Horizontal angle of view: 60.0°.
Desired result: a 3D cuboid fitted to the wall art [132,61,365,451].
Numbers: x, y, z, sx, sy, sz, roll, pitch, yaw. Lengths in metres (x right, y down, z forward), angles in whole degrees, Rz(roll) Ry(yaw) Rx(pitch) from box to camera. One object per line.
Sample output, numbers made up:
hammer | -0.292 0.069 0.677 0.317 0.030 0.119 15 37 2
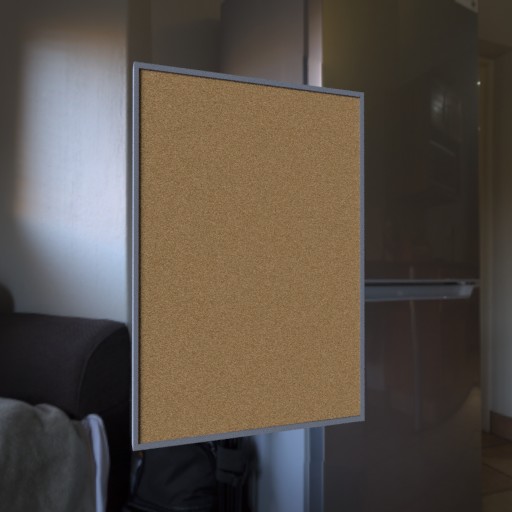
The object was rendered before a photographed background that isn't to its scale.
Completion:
wall art | 0.000 0.000 0.954 0.511 0.753 0.039 0 0 -18
